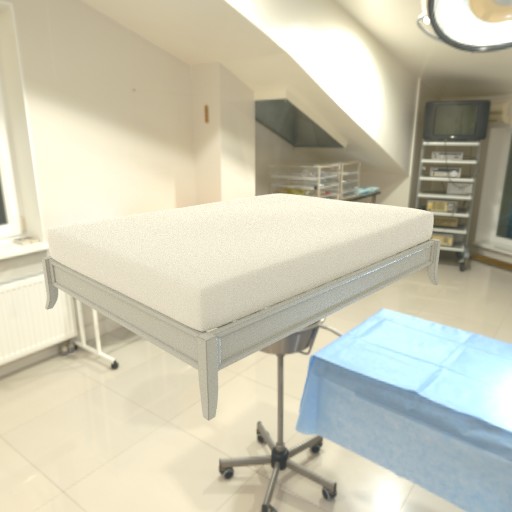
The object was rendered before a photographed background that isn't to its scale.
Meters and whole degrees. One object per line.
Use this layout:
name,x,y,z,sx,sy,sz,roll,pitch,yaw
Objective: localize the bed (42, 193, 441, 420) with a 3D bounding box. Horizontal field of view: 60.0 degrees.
bed,0.000,0.000,2.675,1.460,0.510,1.985,15,22,42
